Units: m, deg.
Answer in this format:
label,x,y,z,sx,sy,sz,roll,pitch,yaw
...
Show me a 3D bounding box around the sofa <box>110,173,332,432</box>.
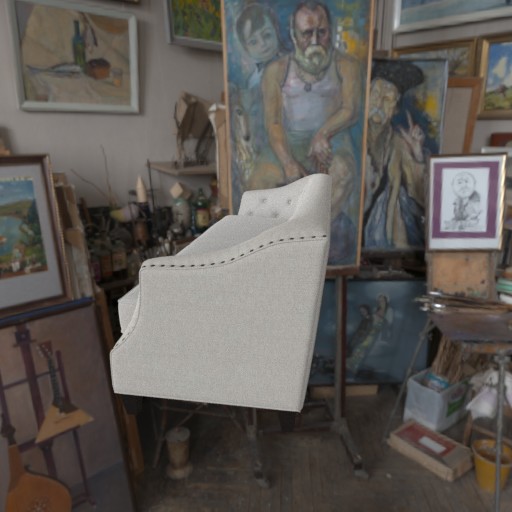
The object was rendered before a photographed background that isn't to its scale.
label,x,y,z,sx,sy,sz,roll,pitch,yaw
sofa,0.000,0.000,2.814,0.914,0.901,2.235,3,16,9
